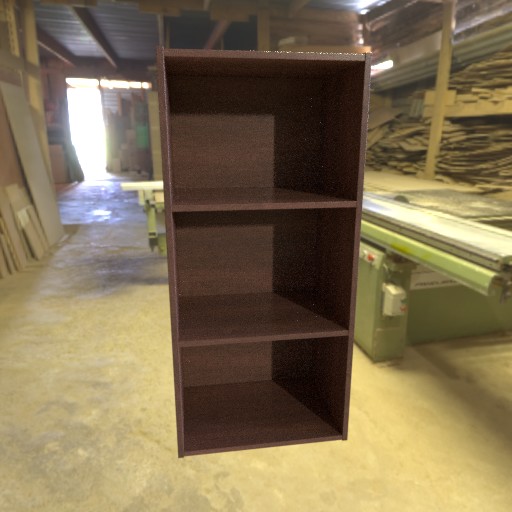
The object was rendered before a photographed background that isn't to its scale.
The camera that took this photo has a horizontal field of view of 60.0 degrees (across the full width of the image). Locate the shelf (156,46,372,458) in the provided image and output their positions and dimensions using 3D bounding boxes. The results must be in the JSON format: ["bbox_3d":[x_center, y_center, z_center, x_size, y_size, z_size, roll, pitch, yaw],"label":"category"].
[{"bbox_3d":[0.000,0.000,1.082,0.414,0.879,0.290,-2,16,-8],"label":"shelf"}]
